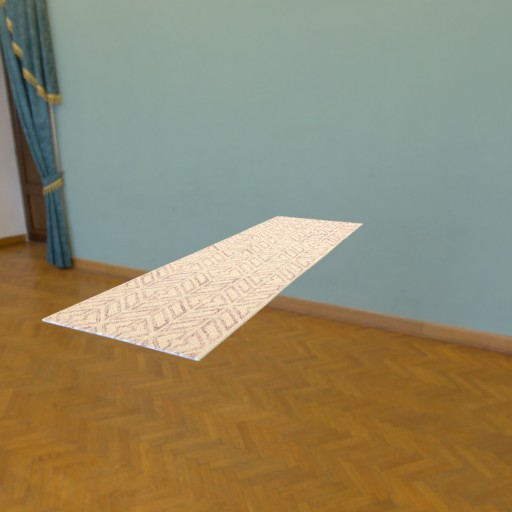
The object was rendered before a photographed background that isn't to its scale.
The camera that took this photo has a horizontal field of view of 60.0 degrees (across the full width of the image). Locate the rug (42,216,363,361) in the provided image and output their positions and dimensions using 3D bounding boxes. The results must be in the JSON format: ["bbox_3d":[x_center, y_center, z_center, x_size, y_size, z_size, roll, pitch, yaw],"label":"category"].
[{"bbox_3d":[0.000,0.000,2.684,0.750,0.009,2.435,8,18,25],"label":"rug"}]
